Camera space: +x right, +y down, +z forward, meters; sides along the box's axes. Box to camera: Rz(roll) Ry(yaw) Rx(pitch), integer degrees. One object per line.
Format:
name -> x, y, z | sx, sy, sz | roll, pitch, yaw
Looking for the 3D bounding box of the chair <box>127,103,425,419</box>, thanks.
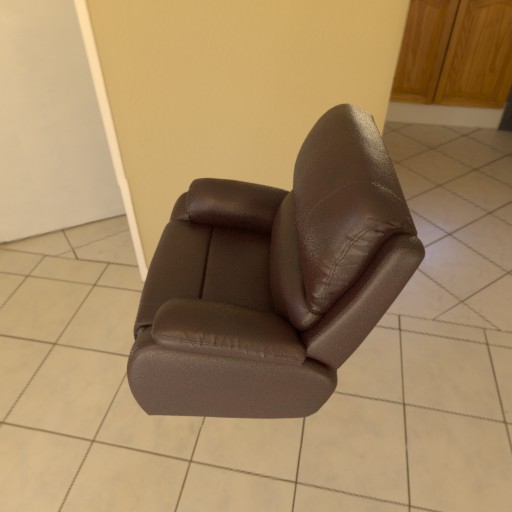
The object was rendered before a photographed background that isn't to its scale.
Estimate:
chair -> 0.000, 0.000, 1.717 | 0.899, 1.011, 0.930 | 1, 41, 1
